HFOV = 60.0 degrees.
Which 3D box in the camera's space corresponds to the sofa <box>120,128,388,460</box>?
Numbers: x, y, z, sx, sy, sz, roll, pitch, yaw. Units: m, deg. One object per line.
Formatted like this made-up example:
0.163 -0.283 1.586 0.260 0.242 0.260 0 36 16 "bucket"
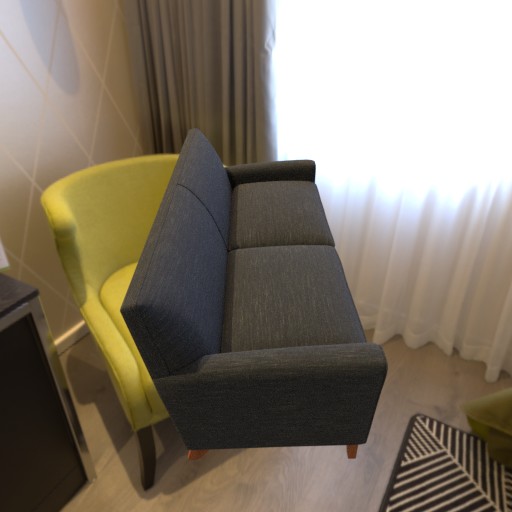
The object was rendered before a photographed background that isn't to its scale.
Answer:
0.000 0.000 2.394 0.875 0.846 1.976 0 32 -1 "sofa"
